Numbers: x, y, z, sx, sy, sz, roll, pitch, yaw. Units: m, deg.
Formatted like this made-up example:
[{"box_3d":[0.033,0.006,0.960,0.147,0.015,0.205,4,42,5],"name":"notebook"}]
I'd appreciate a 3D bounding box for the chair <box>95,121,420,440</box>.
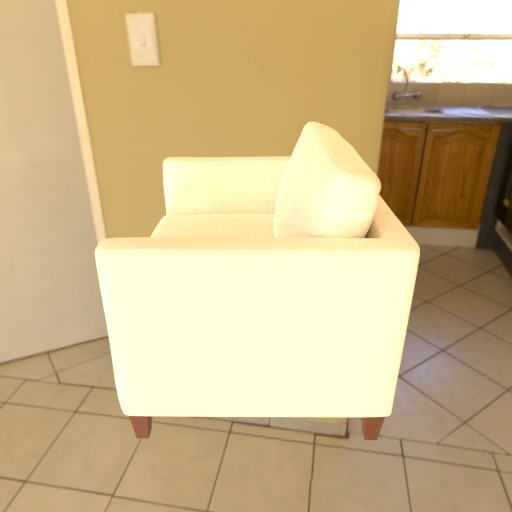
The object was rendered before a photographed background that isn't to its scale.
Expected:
[{"box_3d":[0.000,0.000,1.680,0.878,0.885,1.019,0,26,0],"name":"chair"}]
